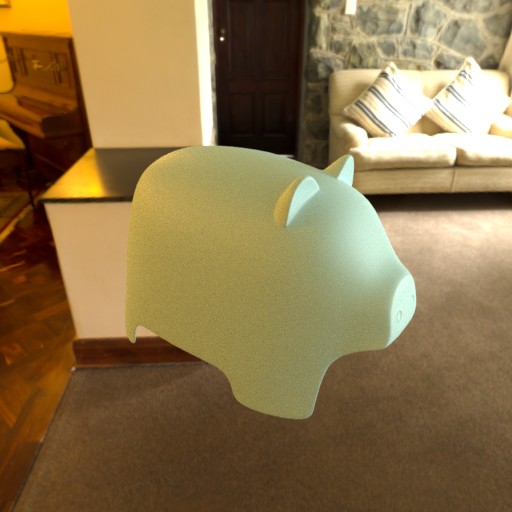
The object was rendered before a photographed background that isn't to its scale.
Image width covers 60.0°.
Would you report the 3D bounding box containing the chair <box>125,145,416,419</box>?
[{"bbox_3d":[0.000,0.000,0.878,0.619,0.423,0.364,20,35,32],"label":"chair"}]
